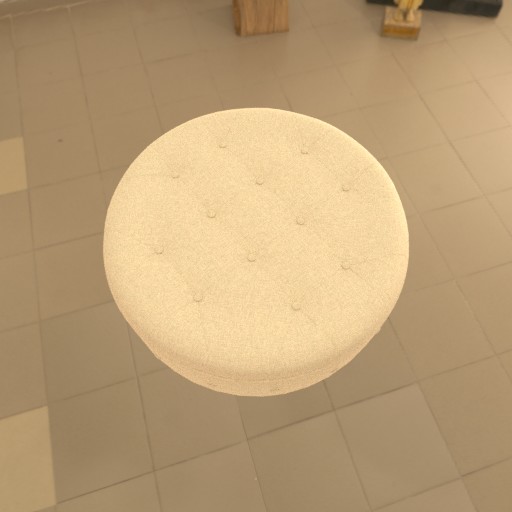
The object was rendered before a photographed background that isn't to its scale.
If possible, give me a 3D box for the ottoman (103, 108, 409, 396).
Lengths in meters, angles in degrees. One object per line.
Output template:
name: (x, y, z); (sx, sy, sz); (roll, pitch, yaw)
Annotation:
ottoman: (0.000, 0.000, 1.394); (0.848, 0.494, 0.848); (0, 63, 0)
